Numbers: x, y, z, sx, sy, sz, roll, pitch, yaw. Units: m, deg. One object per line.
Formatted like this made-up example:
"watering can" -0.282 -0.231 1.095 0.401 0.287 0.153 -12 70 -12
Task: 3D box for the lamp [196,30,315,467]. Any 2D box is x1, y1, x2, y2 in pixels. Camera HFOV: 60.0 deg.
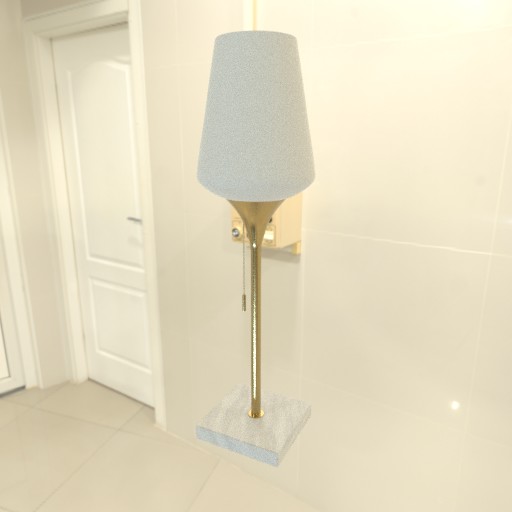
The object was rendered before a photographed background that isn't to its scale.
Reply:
"lamp" 0.000 0.000 0.715 0.181 0.639 0.181 8 17 26
